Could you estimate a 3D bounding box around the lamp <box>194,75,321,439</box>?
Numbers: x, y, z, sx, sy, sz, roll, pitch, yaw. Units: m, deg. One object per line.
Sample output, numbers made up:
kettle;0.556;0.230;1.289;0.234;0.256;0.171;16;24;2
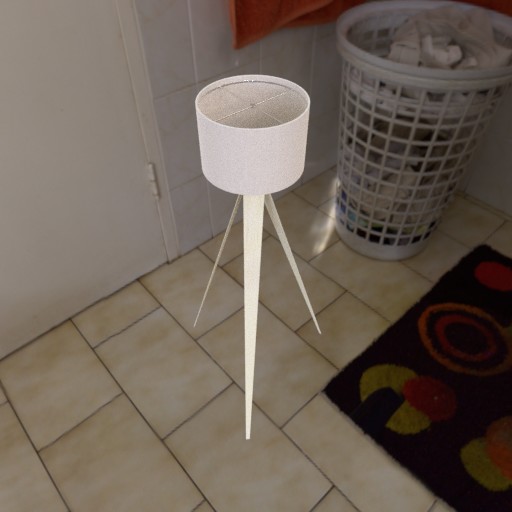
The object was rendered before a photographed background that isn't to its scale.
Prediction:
lamp;0.000;0.000;1.947;0.716;1.524;0.724;-31;54;-26
